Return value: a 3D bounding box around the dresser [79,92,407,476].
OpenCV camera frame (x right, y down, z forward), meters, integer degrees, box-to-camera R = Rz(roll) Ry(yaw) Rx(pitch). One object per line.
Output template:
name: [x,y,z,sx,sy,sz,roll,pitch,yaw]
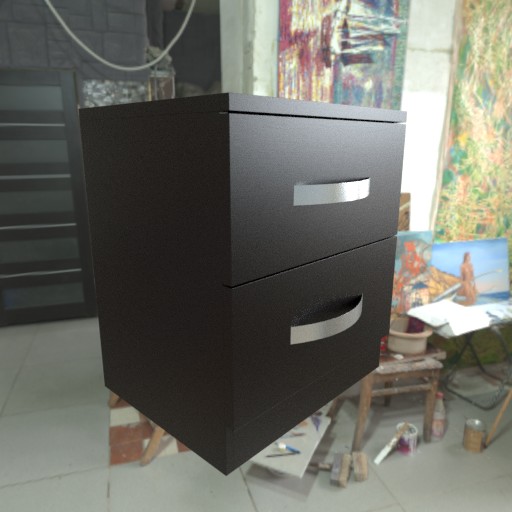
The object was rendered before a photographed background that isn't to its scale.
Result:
dresser: [0.000,0.000,0.748,0.360,0.470,0.400,13,20,42]
